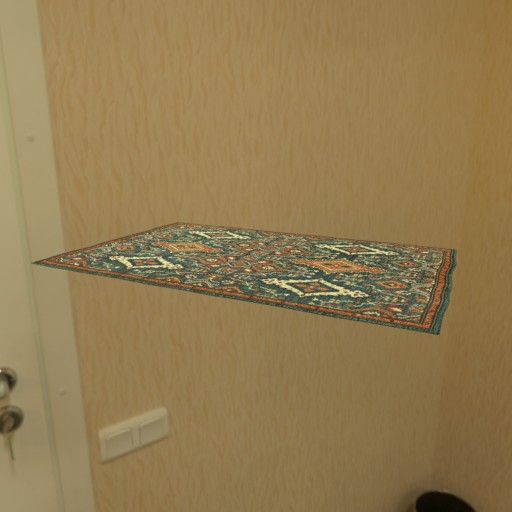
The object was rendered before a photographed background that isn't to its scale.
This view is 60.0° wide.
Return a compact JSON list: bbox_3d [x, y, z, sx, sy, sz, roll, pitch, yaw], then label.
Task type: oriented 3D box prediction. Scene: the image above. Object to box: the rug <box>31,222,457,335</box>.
[{"bbox_3d":[0.000,0.000,4.114,3.371,0.008,2.190,7,16,25],"label":"rug"}]
